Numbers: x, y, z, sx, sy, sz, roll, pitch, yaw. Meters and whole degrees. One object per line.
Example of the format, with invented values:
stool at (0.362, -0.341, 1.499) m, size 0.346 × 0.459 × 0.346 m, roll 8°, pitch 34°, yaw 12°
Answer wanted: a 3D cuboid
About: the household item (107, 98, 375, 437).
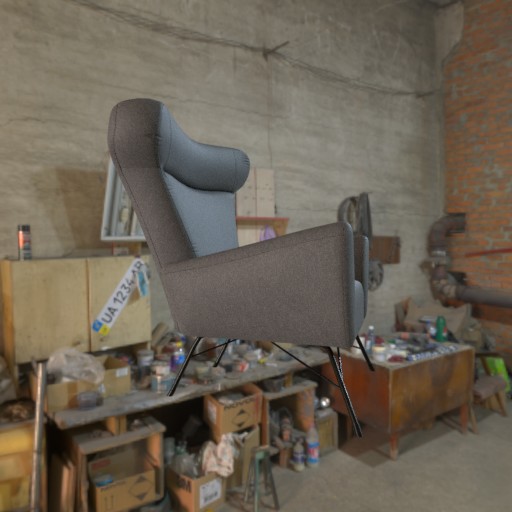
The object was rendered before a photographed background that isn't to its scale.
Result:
household item at (0.000, 0.000, 1.786) m, size 0.900 × 1.050 × 0.980 m, roll 0°, pitch 1°, yaw 18°
